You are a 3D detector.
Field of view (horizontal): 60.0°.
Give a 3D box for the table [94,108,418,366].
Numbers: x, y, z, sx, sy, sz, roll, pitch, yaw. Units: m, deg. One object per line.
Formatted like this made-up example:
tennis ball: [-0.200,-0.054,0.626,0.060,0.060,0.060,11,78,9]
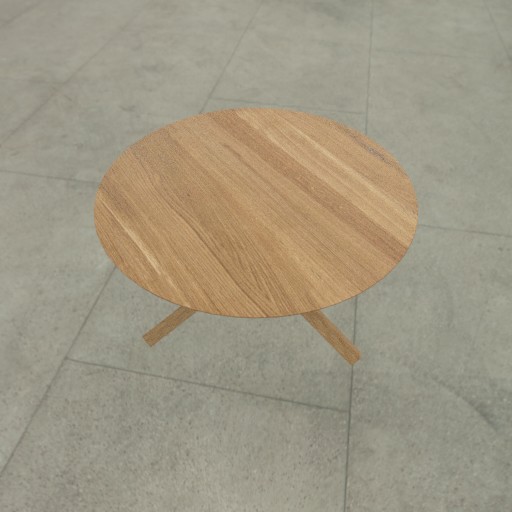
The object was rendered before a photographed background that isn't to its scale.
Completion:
table: [0.000,0.000,1.704,1.038,0.666,1.038,0,47,0]
